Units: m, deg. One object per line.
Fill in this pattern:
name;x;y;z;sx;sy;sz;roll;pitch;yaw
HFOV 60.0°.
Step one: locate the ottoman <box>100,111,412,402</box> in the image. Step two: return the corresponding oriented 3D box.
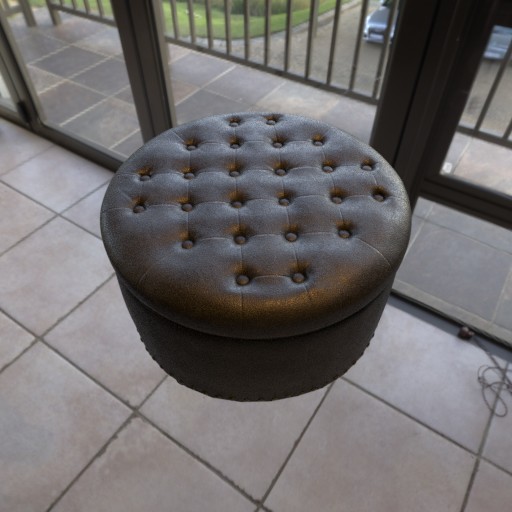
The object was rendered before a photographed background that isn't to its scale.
ottoman;0.000;0.000;1.065;0.637;0.442;0.637;0;49;0
